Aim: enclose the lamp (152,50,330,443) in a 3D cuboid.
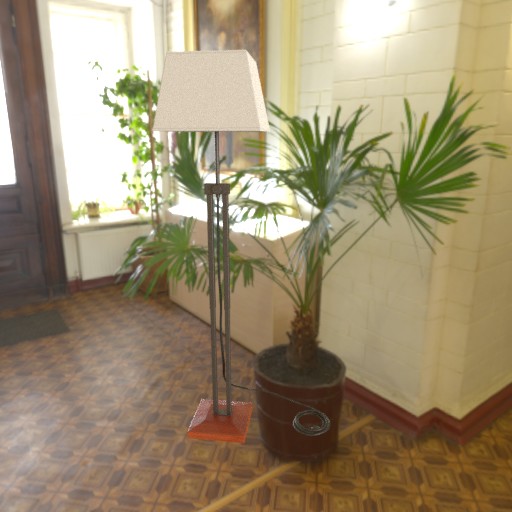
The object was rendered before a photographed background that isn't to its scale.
[{"bbox_3d":[0.000,0.000,2.026,0.745,1.712,0.472,2,15,7],"label":"lamp"}]
